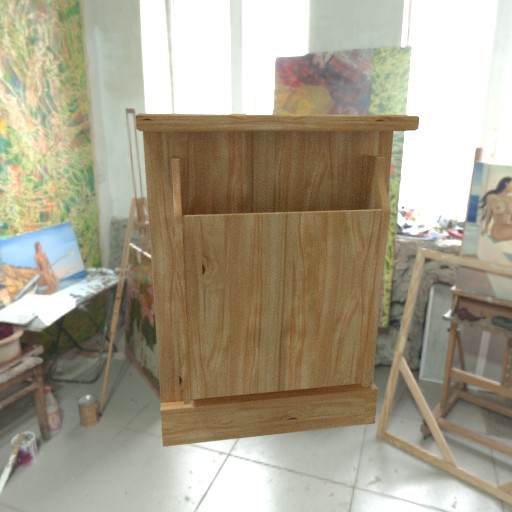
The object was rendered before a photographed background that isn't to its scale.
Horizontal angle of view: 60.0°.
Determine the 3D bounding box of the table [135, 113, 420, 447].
[{"bbox_3d":[0.000,0.000,0.869,0.380,0.515,0.530,-3,16,-9],"label":"table"}]
